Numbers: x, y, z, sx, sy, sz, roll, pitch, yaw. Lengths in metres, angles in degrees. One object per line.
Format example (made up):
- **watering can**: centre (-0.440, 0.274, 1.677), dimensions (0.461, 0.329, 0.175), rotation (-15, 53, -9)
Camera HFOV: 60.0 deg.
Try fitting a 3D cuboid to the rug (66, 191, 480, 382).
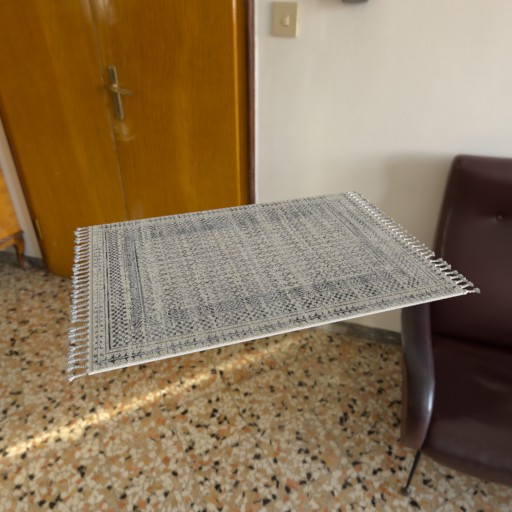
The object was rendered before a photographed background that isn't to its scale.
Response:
- **rug**: centre (0.000, 0.000, 2.358), dimensions (1.872, 0.013, 1.243), rotation (-9, 33, -15)
